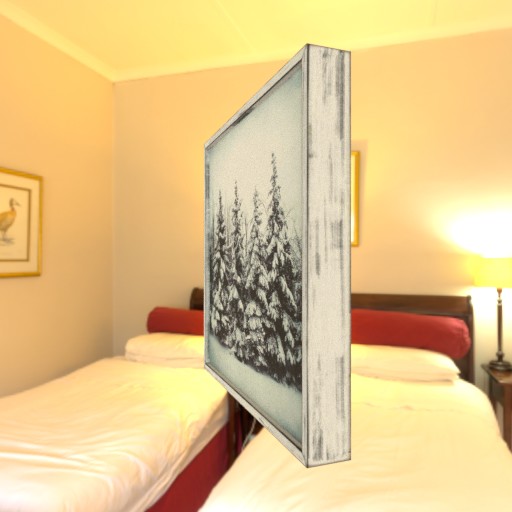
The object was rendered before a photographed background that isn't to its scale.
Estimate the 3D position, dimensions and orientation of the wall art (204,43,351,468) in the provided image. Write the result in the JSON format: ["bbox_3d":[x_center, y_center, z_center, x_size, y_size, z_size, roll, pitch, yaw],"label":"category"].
[{"bbox_3d":[0.000,0.000,0.464,0.036,0.303,0.303,0,0,-21],"label":"wall art"}]
